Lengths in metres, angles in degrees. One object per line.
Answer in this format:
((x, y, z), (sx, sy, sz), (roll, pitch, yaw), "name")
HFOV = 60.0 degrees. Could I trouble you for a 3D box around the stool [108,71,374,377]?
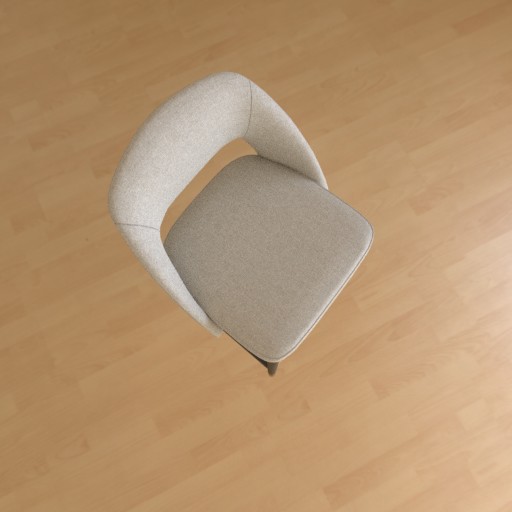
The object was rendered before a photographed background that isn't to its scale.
((0.000, 0.000, 1.251), (0.509, 0.940, 0.494), (37, 78, 9), "stool")
